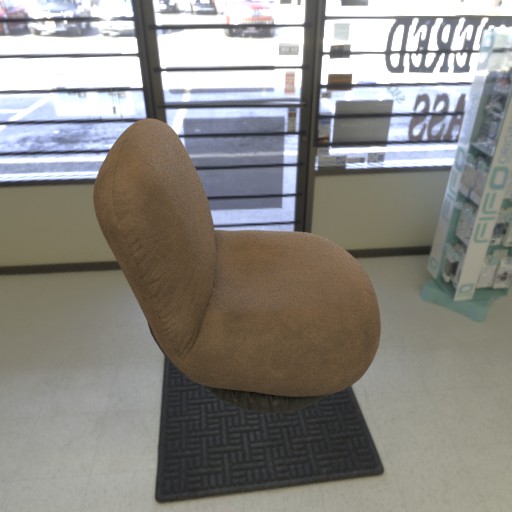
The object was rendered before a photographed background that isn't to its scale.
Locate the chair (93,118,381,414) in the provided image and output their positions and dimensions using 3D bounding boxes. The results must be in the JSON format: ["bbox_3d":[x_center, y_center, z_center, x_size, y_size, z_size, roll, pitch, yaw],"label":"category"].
[{"bbox_3d":[0.000,0.000,1.031,0.597,0.594,0.521,-1,32,-2],"label":"chair"}]
